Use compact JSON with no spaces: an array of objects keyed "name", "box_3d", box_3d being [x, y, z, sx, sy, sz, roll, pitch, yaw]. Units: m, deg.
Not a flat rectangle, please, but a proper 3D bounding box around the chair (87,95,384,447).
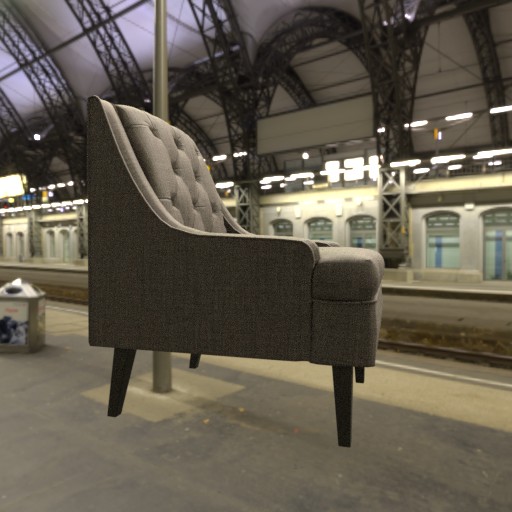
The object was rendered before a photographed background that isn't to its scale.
[{"name":"chair","box_3d":[0.000,0.000,1.390,0.771,0.891,0.655,0,1,17]}]
